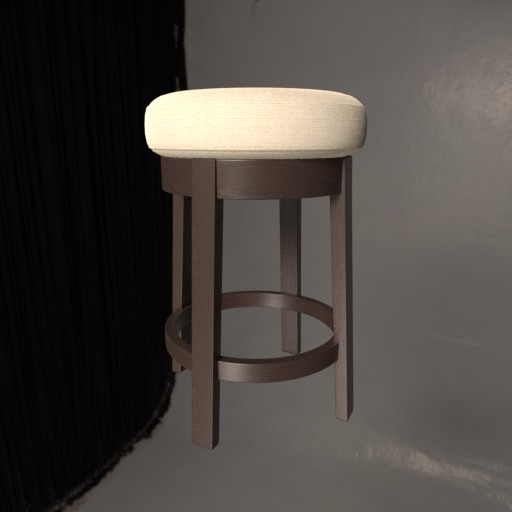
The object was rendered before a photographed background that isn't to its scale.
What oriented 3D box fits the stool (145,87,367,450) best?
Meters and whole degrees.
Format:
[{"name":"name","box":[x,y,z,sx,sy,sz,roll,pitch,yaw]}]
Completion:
[{"name":"stool","box":[0.000,0.000,0.950,0.449,0.655,0.449,0,15,0]}]
